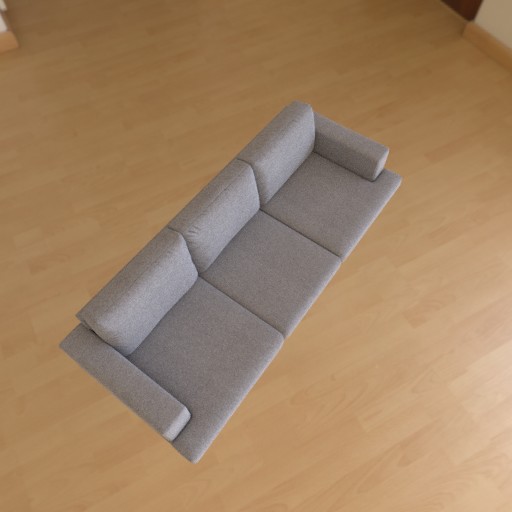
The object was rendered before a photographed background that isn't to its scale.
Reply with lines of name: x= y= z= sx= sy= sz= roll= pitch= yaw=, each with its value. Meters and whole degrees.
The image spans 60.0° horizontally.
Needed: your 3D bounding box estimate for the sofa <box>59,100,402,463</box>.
sofa: x=0.000 y=0.000 z=2.808 sx=0.920 sy=0.810 sz=2.310 roll=32 pitch=65 yaw=17
